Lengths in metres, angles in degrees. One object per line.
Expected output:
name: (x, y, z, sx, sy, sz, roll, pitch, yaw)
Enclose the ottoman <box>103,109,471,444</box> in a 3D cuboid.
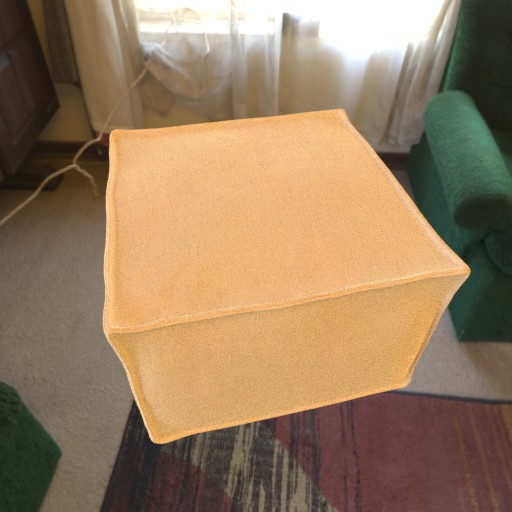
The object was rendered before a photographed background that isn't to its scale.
ottoman: (0.000, 0.000, 1.156, 0.696, 0.470, 0.707, -9, 46, -9)
